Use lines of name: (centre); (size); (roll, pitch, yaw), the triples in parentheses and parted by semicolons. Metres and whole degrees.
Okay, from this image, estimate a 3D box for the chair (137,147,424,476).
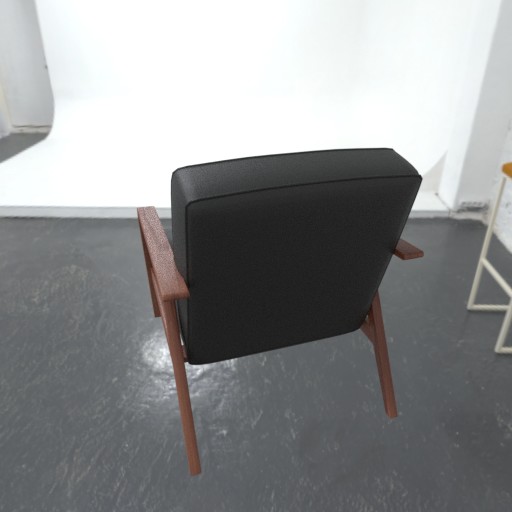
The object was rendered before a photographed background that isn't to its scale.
chair: (0.000, 0.000, 1.527); (0.719, 0.861, 0.889); (-9, 29, -16)
